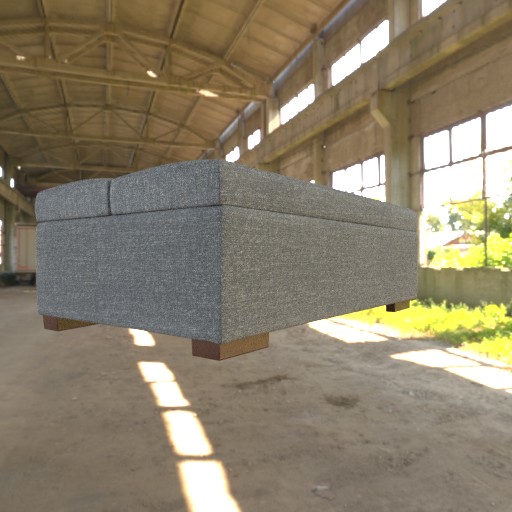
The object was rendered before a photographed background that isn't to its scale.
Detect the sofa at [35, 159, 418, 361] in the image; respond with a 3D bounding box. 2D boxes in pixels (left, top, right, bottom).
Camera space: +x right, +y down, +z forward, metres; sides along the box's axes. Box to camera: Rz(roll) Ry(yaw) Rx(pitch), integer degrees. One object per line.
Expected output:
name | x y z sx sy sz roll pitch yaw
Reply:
sofa | 0.000 0.000 1.559 0.782 0.417 1.198 0 0 37
